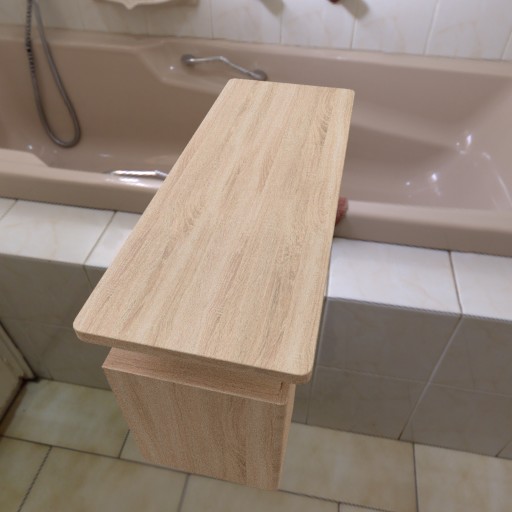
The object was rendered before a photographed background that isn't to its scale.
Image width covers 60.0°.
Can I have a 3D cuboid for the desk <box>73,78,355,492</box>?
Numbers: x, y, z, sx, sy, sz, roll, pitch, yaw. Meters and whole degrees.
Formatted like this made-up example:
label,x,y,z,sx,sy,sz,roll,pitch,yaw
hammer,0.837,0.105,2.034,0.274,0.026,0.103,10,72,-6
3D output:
label,x,y,z,sx,sy,sz,roll,pitch,yaw
desk,0.000,0.000,1.707,0.550,0.760,1.400,9,45,9
